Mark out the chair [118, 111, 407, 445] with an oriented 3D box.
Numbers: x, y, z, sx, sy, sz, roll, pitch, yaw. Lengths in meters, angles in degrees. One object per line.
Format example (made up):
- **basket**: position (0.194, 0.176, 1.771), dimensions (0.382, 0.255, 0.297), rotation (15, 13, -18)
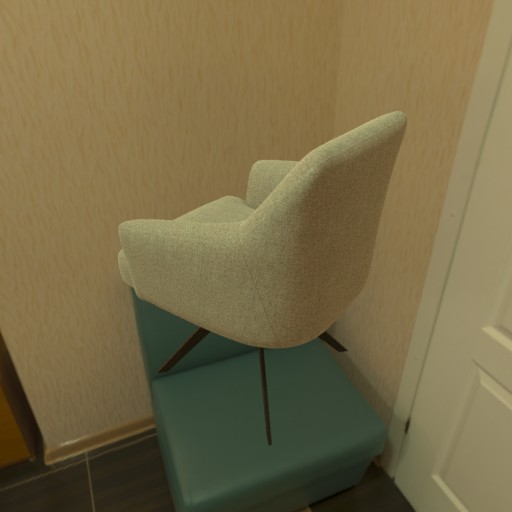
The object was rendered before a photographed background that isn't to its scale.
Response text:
- **chair**: position (0.000, 0.000, 1.343), dimensions (0.677, 0.874, 0.642), rotation (21, 37, 31)
